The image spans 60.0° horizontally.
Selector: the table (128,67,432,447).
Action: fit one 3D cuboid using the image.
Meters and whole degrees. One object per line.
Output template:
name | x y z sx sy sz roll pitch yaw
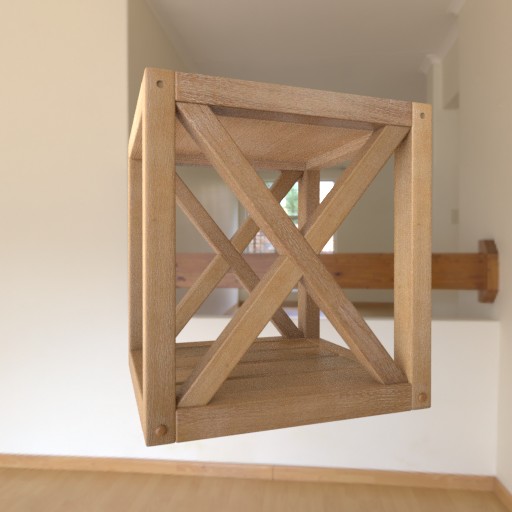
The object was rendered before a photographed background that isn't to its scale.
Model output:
table | 0.000 0.000 1.055 0.559 0.610 0.558 0 0 -19
